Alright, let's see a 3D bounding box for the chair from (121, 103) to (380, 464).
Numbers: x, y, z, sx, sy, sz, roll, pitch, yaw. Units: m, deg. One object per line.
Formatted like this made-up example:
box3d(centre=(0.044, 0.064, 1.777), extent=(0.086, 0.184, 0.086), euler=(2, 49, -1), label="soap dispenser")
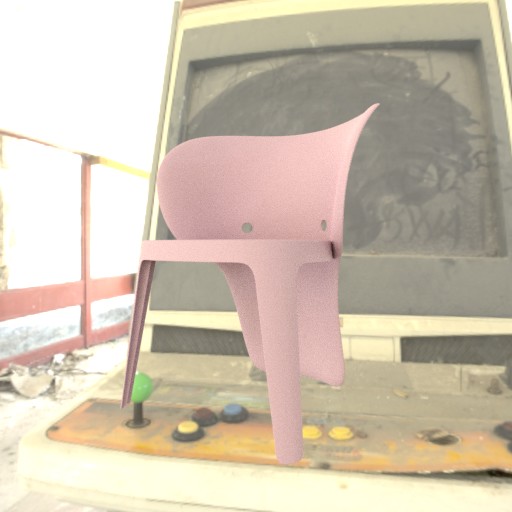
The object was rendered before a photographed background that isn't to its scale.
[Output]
box3d(centre=(0.000, 0.000, 0.839), extent=(0.451, 0.554, 0.402), euler=(1, 2, 36), label="chair")
